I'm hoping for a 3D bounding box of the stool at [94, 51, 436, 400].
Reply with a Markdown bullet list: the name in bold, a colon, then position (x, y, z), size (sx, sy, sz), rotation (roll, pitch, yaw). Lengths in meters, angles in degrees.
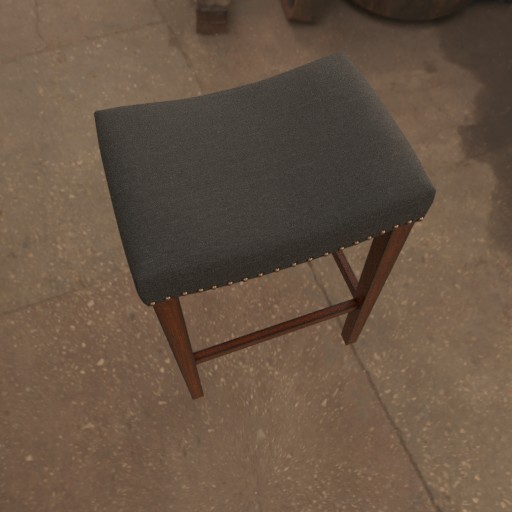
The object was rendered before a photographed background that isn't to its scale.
- **stool**: position (0.000, 0.000, 1.028), size (0.502, 0.760, 0.366), rotation (-17, 63, -9)
